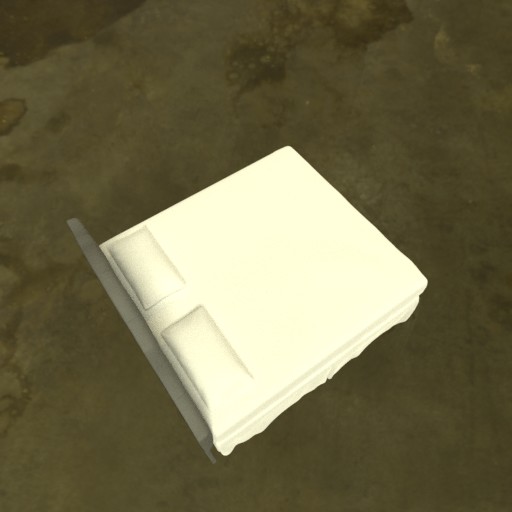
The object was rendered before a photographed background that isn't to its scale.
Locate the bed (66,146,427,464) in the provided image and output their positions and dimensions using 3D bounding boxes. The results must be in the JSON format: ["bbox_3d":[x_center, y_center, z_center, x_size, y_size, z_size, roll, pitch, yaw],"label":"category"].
[{"bbox_3d":[0.000,0.000,3.558,2.214,1.615,2.008,-31,64,-17],"label":"bed"}]
